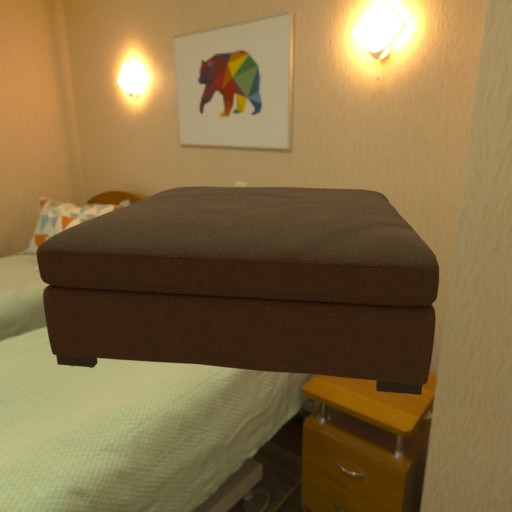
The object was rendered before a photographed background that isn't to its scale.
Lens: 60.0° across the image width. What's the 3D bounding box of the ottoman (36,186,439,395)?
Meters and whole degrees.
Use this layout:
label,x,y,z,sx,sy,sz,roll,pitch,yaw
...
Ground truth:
label,x,y,z,sx,sy,sz,roll,pitch,yaw
ottoman,0.000,0.000,1.819,1.181,0.470,1.181,2,16,8
